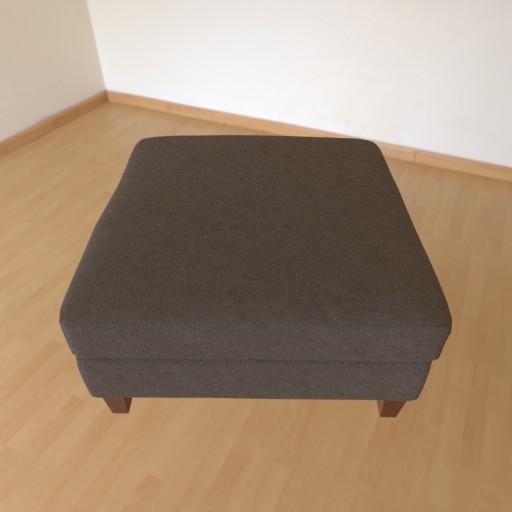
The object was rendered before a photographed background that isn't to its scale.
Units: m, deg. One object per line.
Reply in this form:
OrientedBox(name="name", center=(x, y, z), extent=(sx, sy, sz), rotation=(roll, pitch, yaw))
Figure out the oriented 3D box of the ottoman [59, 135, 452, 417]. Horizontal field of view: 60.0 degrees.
OrientedBox(name="ottoman", center=(0.000, 0.000, 1.371), extent=(0.861, 0.482, 0.881), rotation=(0, 41, 1))
